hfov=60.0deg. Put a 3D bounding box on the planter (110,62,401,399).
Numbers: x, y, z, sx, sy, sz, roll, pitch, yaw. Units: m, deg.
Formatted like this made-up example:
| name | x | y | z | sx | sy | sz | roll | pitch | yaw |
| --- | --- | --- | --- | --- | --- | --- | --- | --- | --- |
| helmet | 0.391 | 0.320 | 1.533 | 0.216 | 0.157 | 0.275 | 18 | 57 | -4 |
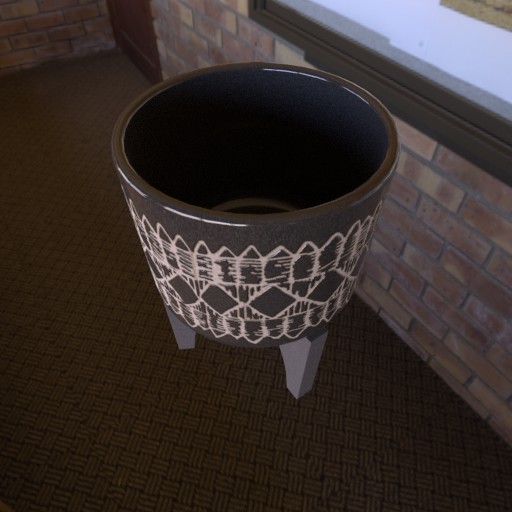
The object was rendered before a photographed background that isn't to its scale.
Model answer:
| name | x | y | z | sx | sy | sz | roll | pitch | yaw |
| --- | --- | --- | --- | --- | --- | --- | --- | --- | --- |
| planter | 0.000 | 0.000 | 0.266 | 0.129 | 0.177 | 0.129 | 0 | 48 | 0 |
